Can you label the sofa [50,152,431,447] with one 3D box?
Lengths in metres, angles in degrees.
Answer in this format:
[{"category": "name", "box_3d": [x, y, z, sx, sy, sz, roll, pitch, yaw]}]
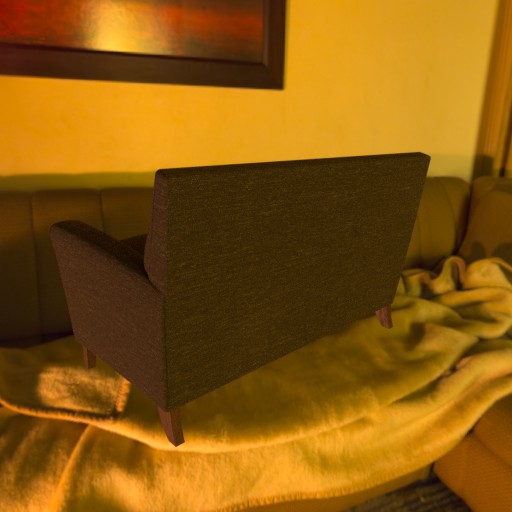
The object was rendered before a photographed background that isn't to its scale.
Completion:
[{"category": "sofa", "box_3d": [0.000, 0.000, 2.016, 1.509, 0.905, 0.867, -14, 21, -41]}]
